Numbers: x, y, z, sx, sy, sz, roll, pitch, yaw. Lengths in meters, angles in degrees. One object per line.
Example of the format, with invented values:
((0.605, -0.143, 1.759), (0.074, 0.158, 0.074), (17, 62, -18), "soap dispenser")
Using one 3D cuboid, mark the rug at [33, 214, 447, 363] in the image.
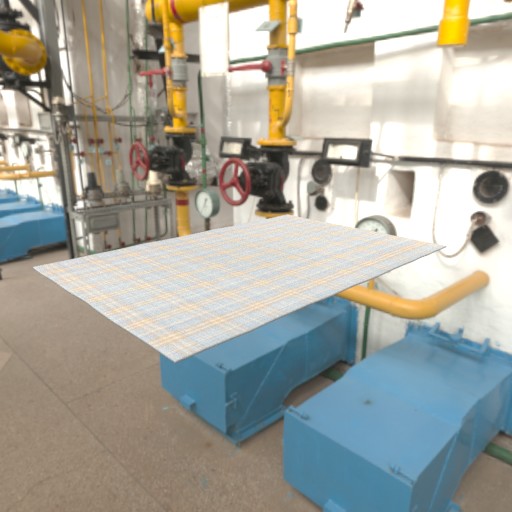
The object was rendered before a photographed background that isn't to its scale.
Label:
((0.000, 0.000, 2.330), (1.835, 0.012, 1.231), (-16, 23, -41), "rug")
